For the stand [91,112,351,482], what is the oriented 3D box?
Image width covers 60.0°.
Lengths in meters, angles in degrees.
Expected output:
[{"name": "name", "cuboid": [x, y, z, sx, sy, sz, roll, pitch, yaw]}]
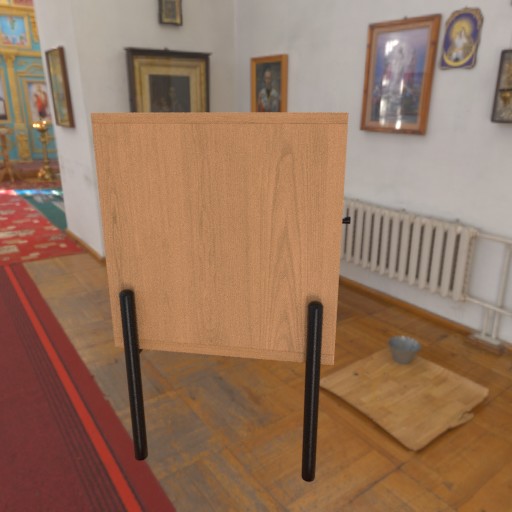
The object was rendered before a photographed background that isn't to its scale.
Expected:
[{"name": "stand", "cuboid": [0.000, 0.000, 0.985, 0.400, 0.600, 0.630, 3, 17, 9]}]
